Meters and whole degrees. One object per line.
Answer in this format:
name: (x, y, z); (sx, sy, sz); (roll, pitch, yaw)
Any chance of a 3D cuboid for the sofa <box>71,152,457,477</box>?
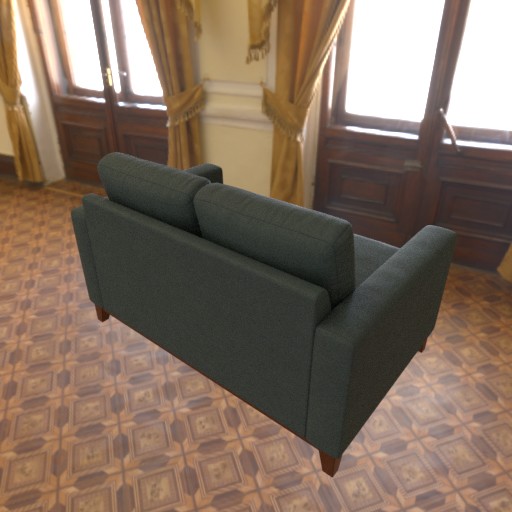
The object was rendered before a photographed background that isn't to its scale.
sofa: (0.000, 0.000, 2.063); (1.489, 0.903, 0.955); (22, 36, 33)
